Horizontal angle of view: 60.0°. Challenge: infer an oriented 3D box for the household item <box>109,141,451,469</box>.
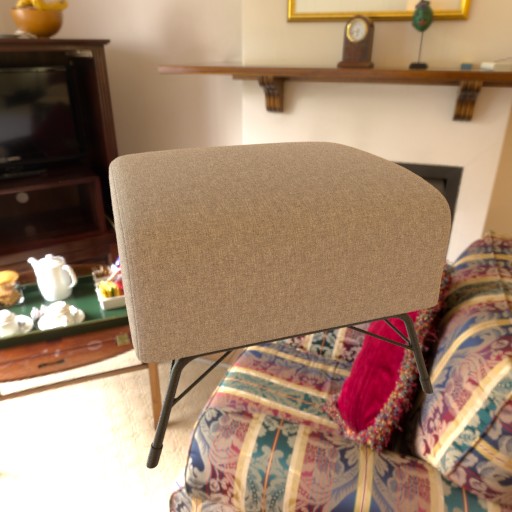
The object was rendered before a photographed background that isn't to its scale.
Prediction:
[{"bbox_3d":[0.000,0.000,0.895,0.530,0.410,0.530,-8,26,-17],"label":"household item"}]
